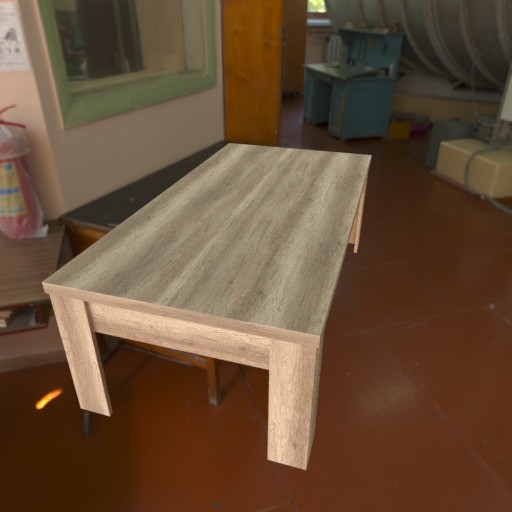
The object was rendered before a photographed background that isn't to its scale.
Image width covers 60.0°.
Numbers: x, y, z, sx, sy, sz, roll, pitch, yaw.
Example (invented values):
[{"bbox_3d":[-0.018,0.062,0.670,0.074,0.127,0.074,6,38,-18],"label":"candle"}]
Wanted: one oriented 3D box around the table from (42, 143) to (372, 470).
[{"bbox_3d":[0.000,0.000,1.689,0.700,0.460,1.350,9,31,15],"label":"table"}]
